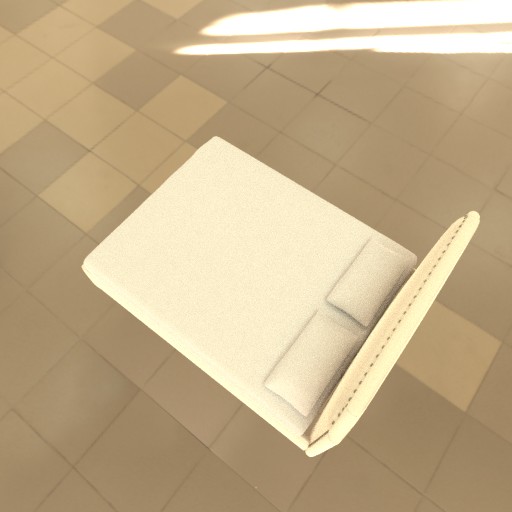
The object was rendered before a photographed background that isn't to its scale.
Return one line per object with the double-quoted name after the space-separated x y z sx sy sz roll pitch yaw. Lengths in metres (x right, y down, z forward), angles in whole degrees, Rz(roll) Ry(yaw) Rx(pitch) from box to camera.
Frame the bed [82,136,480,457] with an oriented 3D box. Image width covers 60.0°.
0.000 0.000 3.375 2.372 1.497 1.712 34 67 16 "bed"
